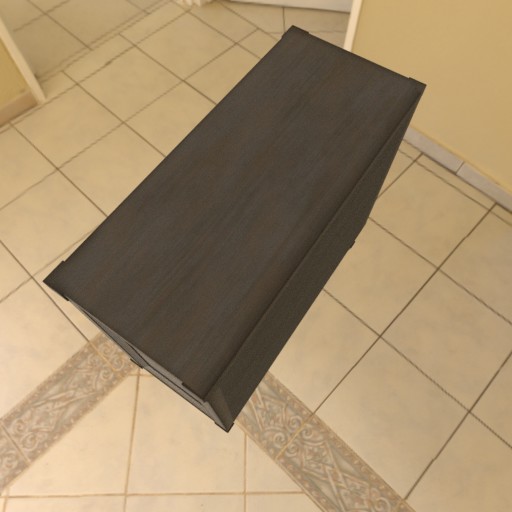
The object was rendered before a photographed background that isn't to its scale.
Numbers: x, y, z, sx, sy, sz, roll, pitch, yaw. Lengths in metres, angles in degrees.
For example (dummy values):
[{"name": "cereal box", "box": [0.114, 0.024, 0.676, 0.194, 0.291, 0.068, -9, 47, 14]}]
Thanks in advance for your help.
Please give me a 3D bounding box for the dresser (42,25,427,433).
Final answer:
[{"name": "dresser", "box": [0.000, 0.000, 1.572, 0.463, 0.986, 1.049, 32, 68, 15]}]
